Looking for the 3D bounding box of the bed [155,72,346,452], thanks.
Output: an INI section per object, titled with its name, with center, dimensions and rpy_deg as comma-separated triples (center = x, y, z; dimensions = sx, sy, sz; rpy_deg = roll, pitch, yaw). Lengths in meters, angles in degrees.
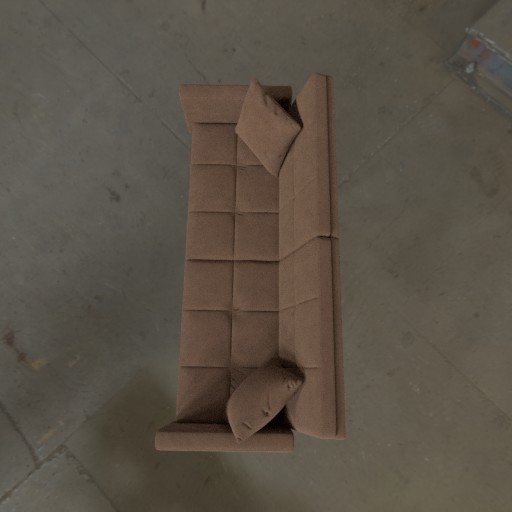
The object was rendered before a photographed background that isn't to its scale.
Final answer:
[bed]
center = 0.000, 0.000, 2.377
dimensions = 0.889, 0.787, 1.905
rpy_deg = 1, 75, 0
